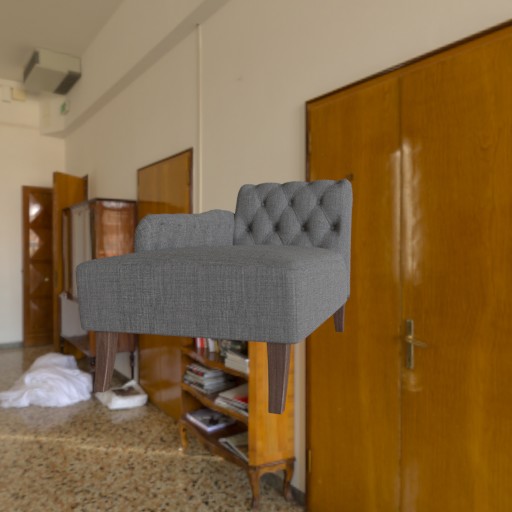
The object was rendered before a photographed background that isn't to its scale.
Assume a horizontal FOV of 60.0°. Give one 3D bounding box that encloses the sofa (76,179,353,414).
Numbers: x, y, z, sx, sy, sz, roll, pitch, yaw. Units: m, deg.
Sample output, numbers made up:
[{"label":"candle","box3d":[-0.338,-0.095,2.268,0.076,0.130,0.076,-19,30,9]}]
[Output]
[{"label":"sofa","box3d":[0.000,0.000,1.839,0.675,0.787,1.379,0,1,19]}]
